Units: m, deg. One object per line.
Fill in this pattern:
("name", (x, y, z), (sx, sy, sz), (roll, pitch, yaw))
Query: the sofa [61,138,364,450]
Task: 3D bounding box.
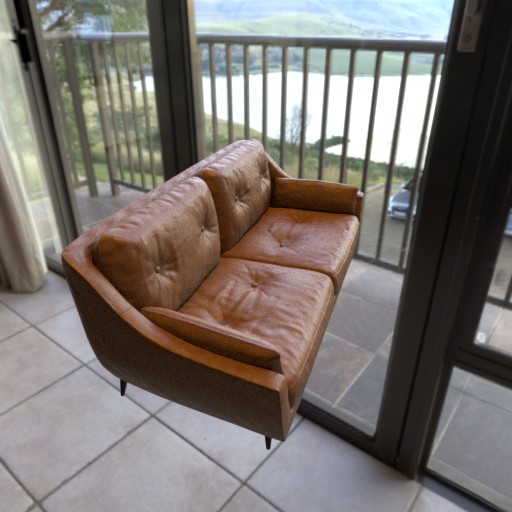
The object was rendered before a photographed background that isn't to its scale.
("sofa", (0.000, 0.000, 2.333), (0.904, 0.839, 1.902), (10, 30, 17))
